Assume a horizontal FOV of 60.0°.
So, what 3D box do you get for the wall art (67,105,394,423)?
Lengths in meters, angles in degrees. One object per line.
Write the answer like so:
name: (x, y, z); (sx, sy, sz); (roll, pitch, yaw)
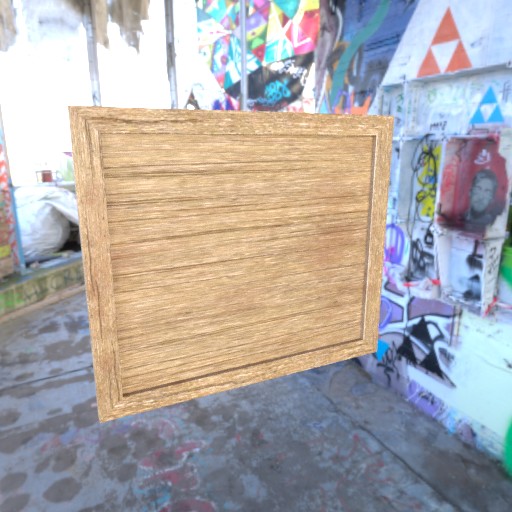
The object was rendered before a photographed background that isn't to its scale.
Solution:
wall art: (0.000, 0.000, 0.948); (0.690, 0.588, 0.026); (-7, 16, -25)
